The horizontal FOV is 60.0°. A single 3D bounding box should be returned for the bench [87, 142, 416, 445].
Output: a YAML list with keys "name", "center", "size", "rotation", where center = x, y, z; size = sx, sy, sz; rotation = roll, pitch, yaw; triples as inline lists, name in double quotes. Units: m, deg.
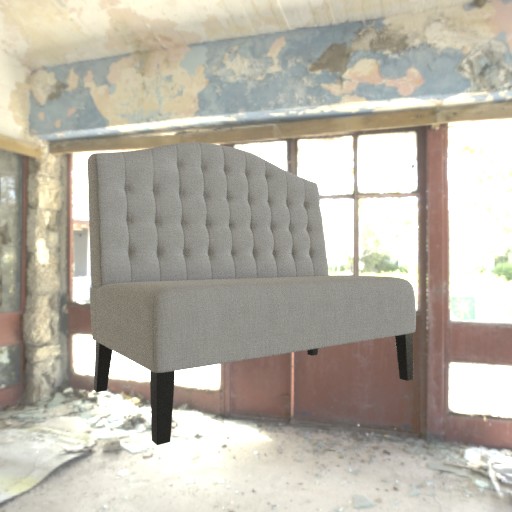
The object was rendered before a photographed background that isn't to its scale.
- name: "bench"
  center: [0.000, 0.000, 2.063]
  size: [1.335, 1.180, 0.815]
  rotation: [0, 0, -35]
